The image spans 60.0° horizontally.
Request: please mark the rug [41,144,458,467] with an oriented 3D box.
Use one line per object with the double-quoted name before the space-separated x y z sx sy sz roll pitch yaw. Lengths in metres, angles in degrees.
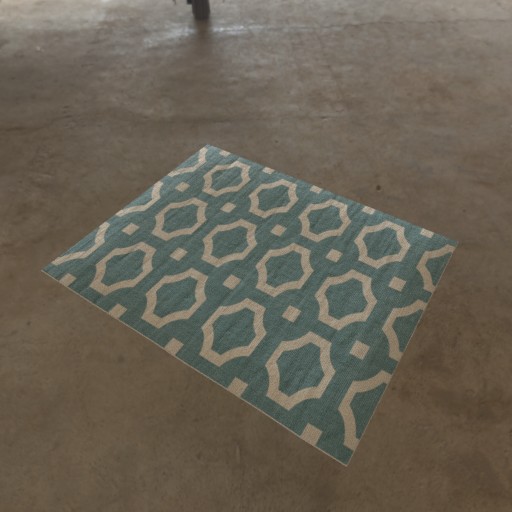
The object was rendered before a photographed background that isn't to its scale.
"rug" 0.000 0.000 4.142 3.049 0.021 2.466 26 52 22
